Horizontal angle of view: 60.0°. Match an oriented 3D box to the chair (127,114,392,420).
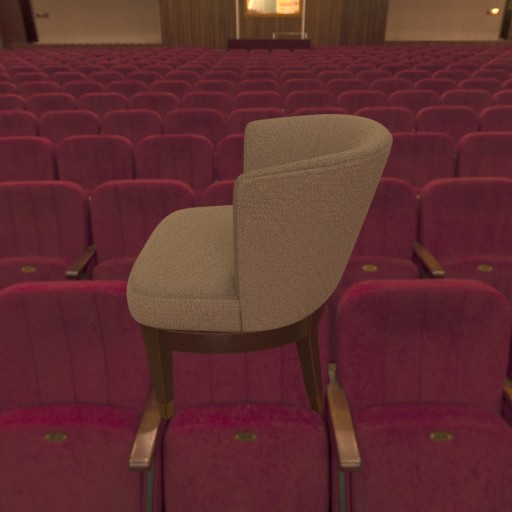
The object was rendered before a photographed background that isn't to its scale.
[{"bbox_3d":[0.000,0.000,1.306,0.660,0.760,0.700,0,25,1],"label":"chair"}]
